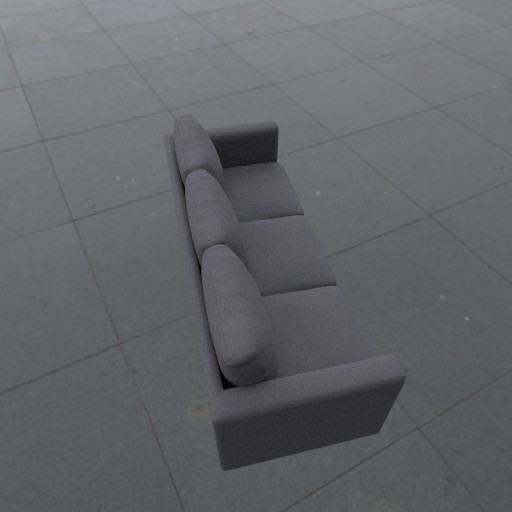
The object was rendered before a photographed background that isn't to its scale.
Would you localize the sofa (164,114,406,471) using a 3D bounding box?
[{"bbox_3d":[0.000,0.000,2.523,0.802,0.912,2.029,-10,47,-9],"label":"sofa"}]
